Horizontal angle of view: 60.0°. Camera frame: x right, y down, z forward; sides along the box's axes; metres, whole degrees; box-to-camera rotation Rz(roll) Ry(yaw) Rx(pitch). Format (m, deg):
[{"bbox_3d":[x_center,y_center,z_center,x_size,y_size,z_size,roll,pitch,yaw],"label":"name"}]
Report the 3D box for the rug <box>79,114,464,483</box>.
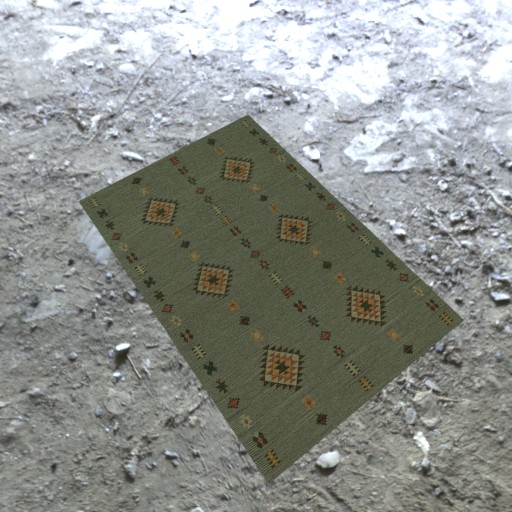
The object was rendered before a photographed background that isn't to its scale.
[{"bbox_3d":[0.000,0.000,2.382,1.217,0.005,1.818,-32,64,-18],"label":"rug"}]
